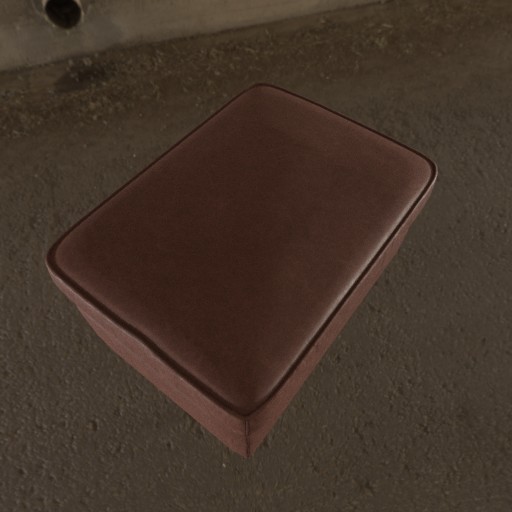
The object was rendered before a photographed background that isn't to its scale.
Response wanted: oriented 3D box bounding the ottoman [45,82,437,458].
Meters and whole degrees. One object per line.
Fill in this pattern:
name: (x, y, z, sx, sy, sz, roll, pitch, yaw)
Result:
ottoman: (0.000, 0.000, 1.091, 0.548, 0.449, 0.749, 32, 62, 20)
